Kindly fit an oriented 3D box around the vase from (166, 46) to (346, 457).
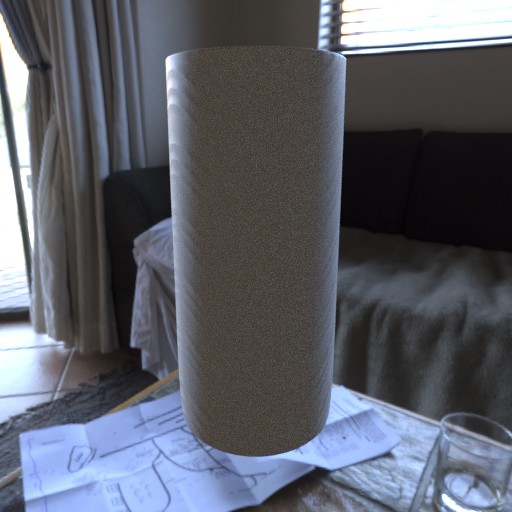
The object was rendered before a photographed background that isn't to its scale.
[{"bbox_3d":[0.000,0.000,0.388,0.143,0.316,0.143,0,16,0],"label":"vase"}]
